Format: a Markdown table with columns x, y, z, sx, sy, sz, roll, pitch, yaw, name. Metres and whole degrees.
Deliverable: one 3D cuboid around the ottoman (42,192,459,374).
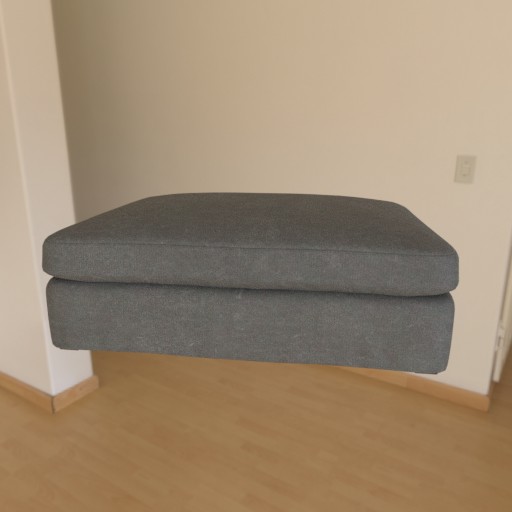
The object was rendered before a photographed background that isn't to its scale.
| x | y | z | sx | sy | sz | roll | pitch | yaw | name |
| --- | --- | --- | --- | --- | --- | --- | --- | --- | --- |
| 0.000 | 0.000 | 1.616 | 1.199 | 0.429 | 0.840 | 2 | 16 | 7 | ottoman |
